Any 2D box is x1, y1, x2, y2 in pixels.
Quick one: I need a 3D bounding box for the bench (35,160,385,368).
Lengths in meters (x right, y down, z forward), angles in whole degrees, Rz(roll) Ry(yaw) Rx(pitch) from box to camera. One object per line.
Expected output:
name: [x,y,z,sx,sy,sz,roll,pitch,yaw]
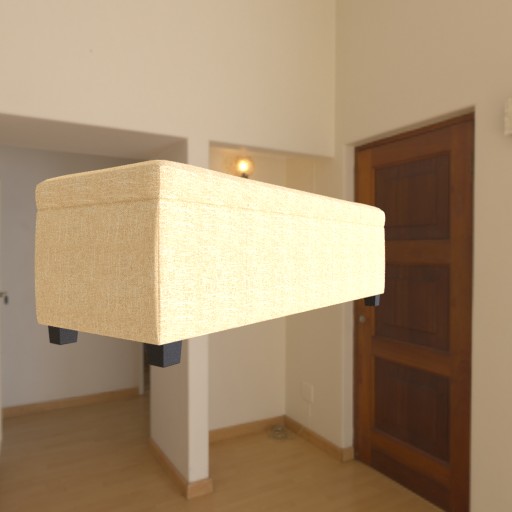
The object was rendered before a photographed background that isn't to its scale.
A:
bench: [0.000,0.000,1.417,0.432,0.406,1.219,1,1,35]
